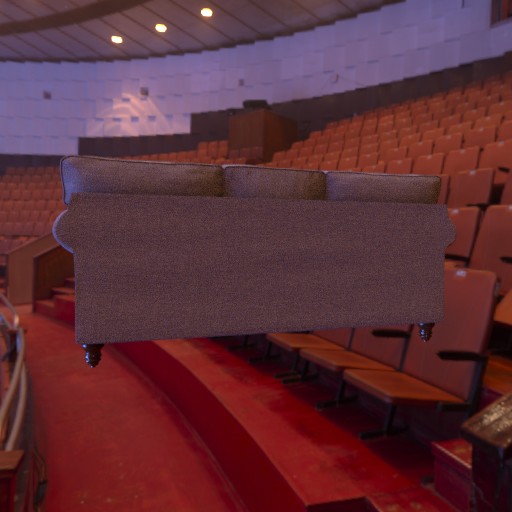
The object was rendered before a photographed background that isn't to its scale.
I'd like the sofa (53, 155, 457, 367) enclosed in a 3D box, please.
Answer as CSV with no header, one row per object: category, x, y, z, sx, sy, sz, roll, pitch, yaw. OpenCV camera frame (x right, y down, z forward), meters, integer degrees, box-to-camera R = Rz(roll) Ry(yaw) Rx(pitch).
sofa,0.000,0.000,2.591,2.084,0.961,0.916,0,2,-17
